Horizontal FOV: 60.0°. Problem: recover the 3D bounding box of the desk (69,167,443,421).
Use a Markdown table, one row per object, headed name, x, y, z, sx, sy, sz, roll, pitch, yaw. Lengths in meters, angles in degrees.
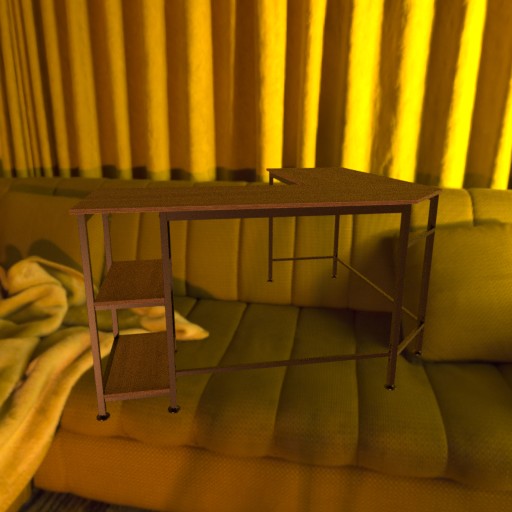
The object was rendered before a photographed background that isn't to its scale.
| name | x | y | z | sx | sy | sz | roll | pitch | yaw |
| --- | --- | --- | --- | --- | --- | --- | --- | --- | --- |
| desk | 0.000 | 0.000 | 2.193 | 1.379 | 0.739 | 1.379 | -3 | 16 | -10 |
